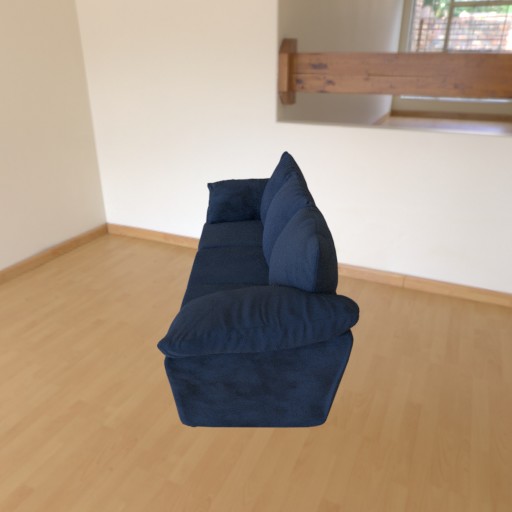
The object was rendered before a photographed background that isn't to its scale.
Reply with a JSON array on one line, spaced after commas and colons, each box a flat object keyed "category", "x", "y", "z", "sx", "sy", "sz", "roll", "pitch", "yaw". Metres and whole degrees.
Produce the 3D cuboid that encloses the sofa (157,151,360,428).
[{"category": "sofa", "x": 0.000, "y": 0.000, "z": 2.994, "sx": 0.907, "sy": 1.091, "sz": 2.390, "roll": 0, "pitch": 25, "yaw": 0}]
